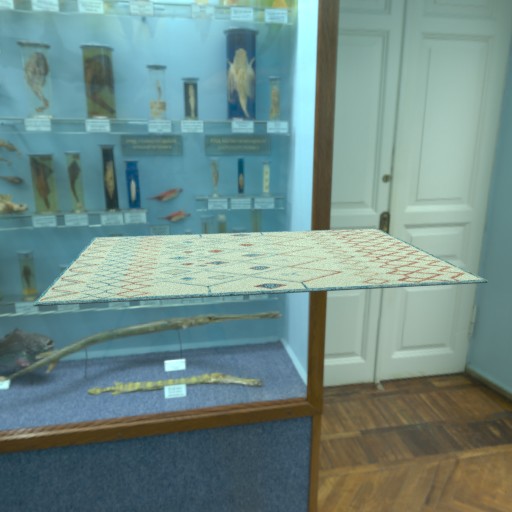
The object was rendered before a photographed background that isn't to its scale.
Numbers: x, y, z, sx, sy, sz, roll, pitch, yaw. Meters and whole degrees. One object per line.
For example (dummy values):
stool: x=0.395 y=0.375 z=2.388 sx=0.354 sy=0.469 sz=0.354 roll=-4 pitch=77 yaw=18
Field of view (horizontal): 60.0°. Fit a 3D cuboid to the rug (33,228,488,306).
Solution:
rug: x=0.000 y=0.000 z=3.066 sx=2.438 sy=0.015 sz=1.524 roll=-2 pitch=15 yaw=-8
